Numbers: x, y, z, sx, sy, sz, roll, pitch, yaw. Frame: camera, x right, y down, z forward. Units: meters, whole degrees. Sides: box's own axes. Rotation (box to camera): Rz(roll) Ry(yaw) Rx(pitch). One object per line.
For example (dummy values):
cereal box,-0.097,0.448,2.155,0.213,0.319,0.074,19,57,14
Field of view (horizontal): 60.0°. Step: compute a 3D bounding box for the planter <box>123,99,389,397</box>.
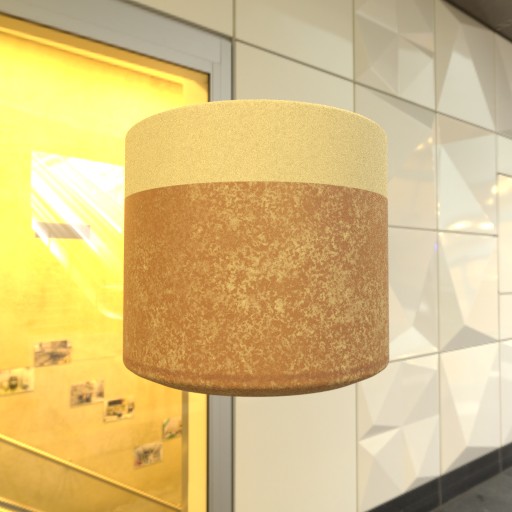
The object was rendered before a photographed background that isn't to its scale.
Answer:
planter,0.000,0.000,0.277,0.159,0.138,0.159,0,-2,0
